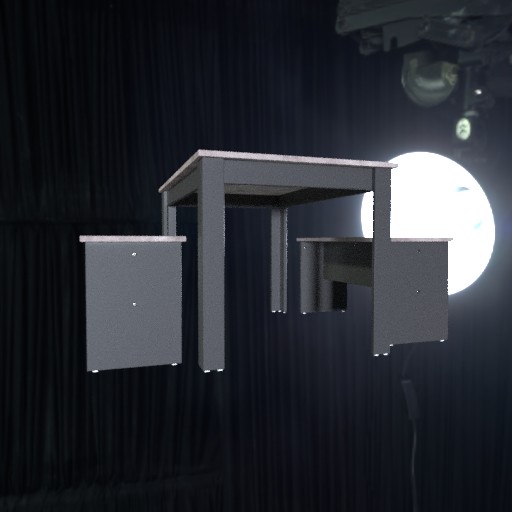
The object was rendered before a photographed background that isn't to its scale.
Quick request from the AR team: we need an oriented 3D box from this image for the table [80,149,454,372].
[{"bbox_3d":[0.000,0.000,2.015,1.443,0.700,1.100,-1,2,-19],"label":"table"}]
